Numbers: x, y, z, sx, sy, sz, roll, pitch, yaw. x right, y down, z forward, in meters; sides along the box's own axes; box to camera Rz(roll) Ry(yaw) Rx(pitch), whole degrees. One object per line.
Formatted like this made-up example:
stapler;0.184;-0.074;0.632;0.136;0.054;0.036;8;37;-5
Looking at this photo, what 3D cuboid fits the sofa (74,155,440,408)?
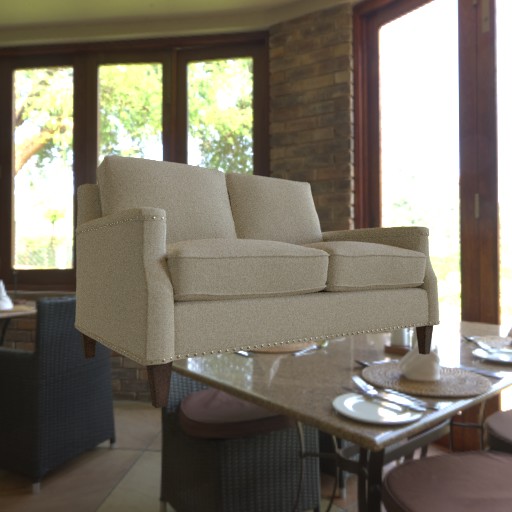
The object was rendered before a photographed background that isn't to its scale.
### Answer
sofa;0.000;0.000;2.260;1.597;1.003;1.084;0;-1;-35
